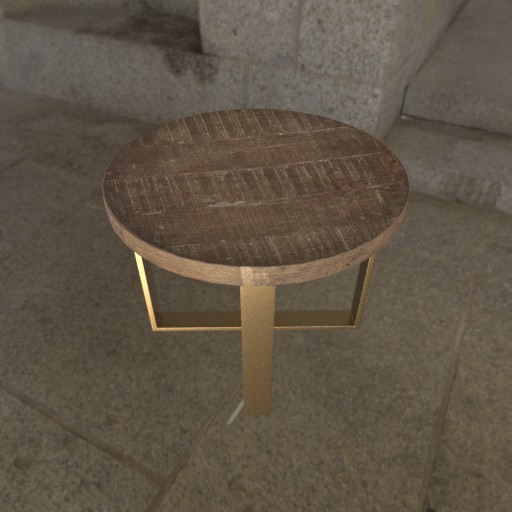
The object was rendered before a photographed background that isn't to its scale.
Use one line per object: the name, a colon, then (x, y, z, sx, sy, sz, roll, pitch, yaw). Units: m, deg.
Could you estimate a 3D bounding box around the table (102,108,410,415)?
table: (0.000, 0.000, 0.973, 0.557, 0.437, 0.557, 0, 41, 0)
